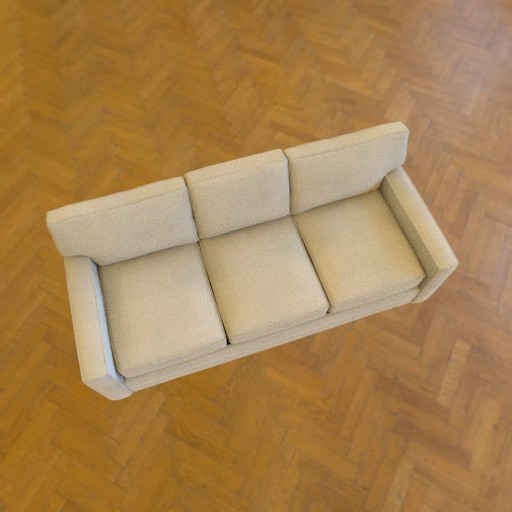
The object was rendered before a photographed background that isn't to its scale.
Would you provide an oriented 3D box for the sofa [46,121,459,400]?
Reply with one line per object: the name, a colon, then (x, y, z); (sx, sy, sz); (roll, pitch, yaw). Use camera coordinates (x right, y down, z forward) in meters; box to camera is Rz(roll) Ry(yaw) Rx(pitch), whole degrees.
sofa: (0.000, 0.000, 2.609); (2.088, 0.862, 0.935); (-16, 64, -8)
